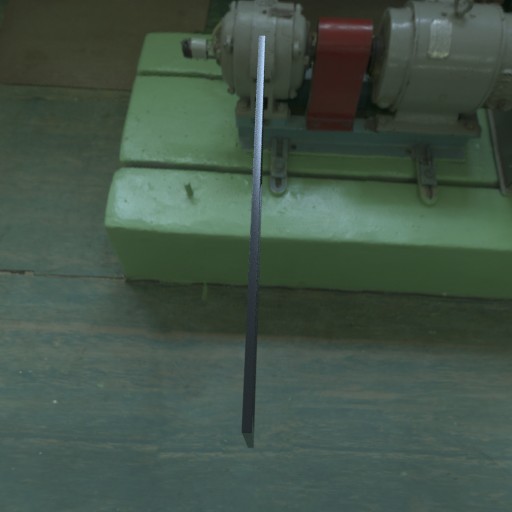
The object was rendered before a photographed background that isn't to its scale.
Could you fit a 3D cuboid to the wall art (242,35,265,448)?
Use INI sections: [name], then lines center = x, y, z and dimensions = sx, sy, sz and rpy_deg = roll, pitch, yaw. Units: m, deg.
[wall art]
center = 0.000, 0.000, 1.054
dimensions = 0.015, 0.552, 0.819
rpy_deg = 2, 65, 1
